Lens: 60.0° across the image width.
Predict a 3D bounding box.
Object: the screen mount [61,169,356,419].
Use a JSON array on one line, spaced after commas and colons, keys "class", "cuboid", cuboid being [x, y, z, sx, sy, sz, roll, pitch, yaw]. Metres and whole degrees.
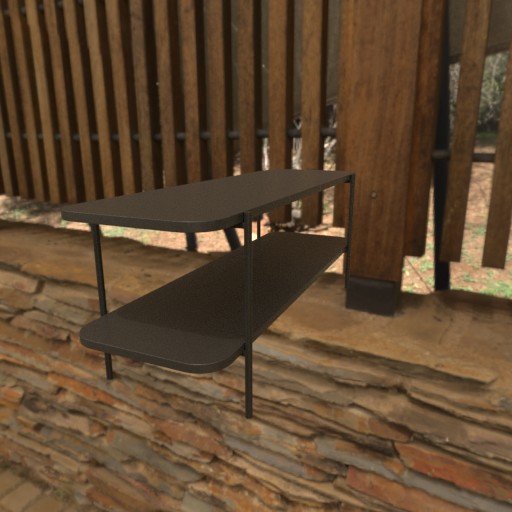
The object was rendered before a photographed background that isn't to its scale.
[{"class": "screen mount", "cuboid": [0.000, 0.000, 1.383, 0.400, 0.447, 1.200, 7, 17, 23]}]
